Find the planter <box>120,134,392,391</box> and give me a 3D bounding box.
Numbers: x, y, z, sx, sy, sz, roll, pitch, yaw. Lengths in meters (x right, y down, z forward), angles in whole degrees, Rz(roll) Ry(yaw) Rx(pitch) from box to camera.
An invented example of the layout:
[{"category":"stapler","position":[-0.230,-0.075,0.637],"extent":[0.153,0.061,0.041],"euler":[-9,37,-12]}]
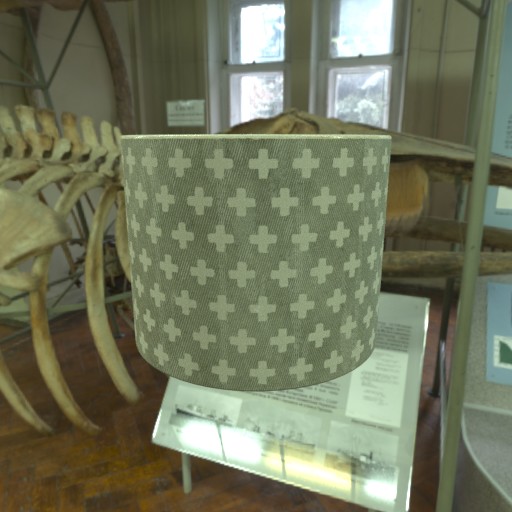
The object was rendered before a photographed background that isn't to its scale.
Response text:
[{"category":"planter","position":[0.000,0.000,0.346],"extent":[0.190,0.181,0.190],"euler":[0,15,0]}]
